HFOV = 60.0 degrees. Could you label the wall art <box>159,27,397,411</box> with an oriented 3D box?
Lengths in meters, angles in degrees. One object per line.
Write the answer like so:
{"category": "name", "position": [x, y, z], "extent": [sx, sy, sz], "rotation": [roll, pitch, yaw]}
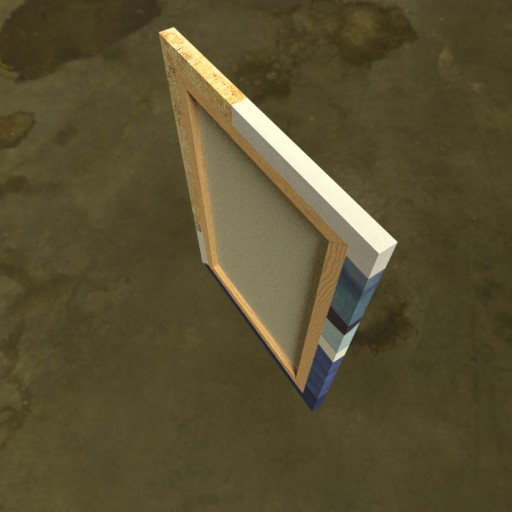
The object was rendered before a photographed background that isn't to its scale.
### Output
{"category": "wall art", "position": [0.000, 0.000, 0.792], "extent": [0.026, 0.613, 0.458], "rotation": [-30, 62, -18]}
